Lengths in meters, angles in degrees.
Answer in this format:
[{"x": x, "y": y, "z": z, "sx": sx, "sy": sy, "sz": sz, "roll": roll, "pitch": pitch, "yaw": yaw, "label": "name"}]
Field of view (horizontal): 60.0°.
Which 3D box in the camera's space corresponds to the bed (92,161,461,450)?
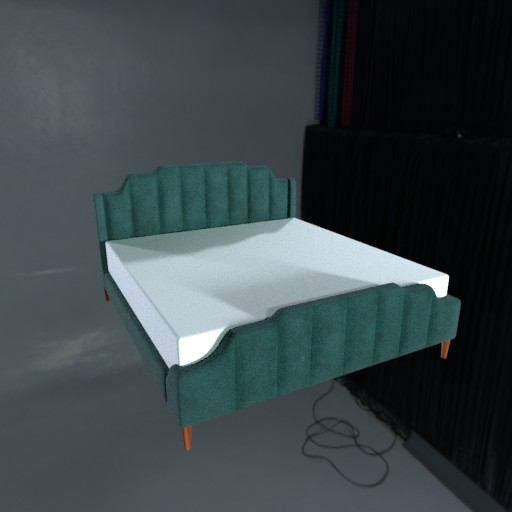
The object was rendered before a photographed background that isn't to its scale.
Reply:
[{"x": 0.000, "y": 0.000, "z": 3.544, "sx": 2.074, "sy": 1.245, "sz": 2.340, "roll": -9, "pitch": 20, "yaw": -26, "label": "bed"}]
